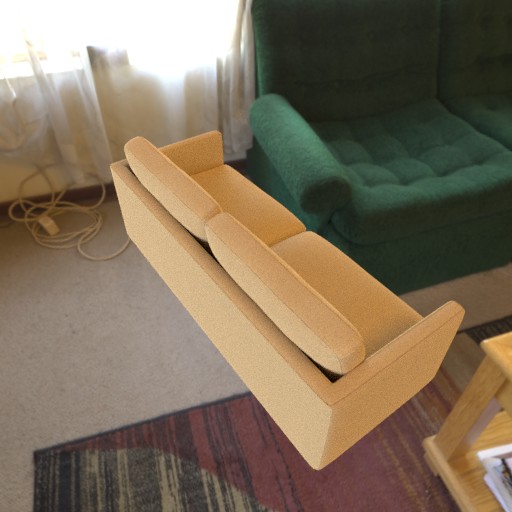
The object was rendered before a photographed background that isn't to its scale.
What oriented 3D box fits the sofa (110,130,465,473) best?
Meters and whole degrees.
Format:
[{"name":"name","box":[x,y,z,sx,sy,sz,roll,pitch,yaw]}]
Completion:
[{"name":"sofa","box":[0.000,0.000,2.875,0.951,0.968,2.361,-26,49,-25]}]
